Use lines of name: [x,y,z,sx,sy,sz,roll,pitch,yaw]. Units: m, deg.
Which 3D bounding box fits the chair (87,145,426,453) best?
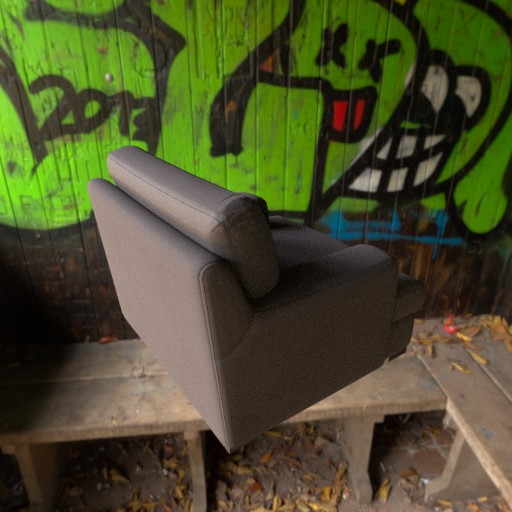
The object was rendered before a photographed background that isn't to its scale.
chair: [0.000,0.000,2.042,1.143,0.940,1.168,-17,30,-31]
